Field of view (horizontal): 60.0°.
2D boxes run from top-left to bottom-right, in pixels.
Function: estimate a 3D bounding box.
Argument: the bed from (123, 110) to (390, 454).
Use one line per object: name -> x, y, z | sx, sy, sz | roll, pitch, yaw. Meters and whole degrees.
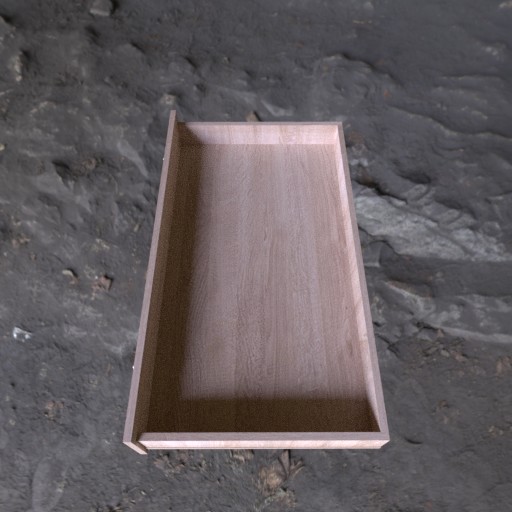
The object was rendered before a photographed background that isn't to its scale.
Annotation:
bed -> 0.000, 0.000, 1.491 | 0.685, 0.209, 1.200 | 0, 58, 0
